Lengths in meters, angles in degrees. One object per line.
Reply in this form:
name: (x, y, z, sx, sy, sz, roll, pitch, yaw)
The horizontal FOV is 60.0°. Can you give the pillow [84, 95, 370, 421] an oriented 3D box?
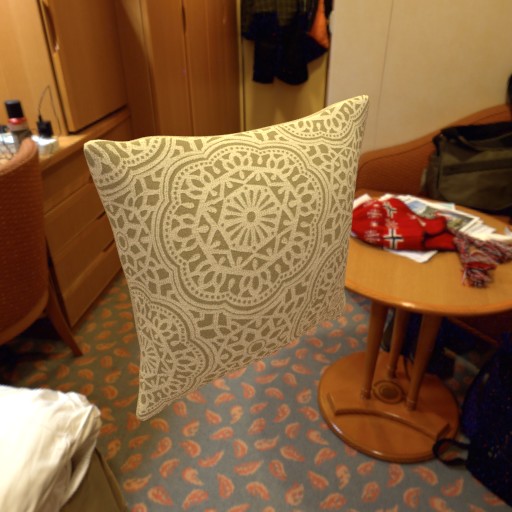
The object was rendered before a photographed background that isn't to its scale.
pillow: (0.000, 0.000, 0.663, 0.438, 0.421, 0.167, -21, 37, -31)
